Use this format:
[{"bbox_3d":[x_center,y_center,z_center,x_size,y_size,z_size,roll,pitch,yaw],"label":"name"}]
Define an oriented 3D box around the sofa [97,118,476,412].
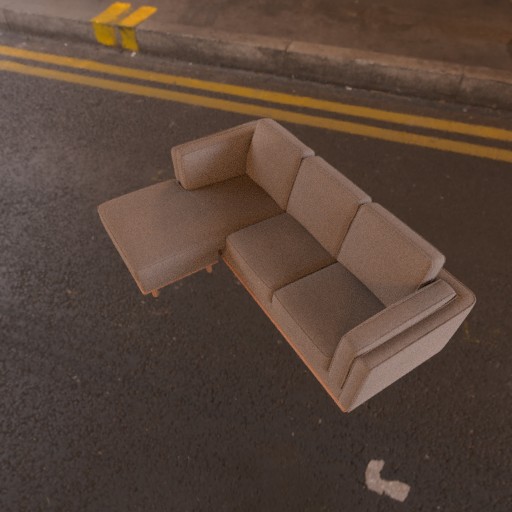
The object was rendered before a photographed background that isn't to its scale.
[{"bbox_3d":[0.000,0.000,3.169,1.604,0.929,2.411,-25,51,-21],"label":"sofa"}]
